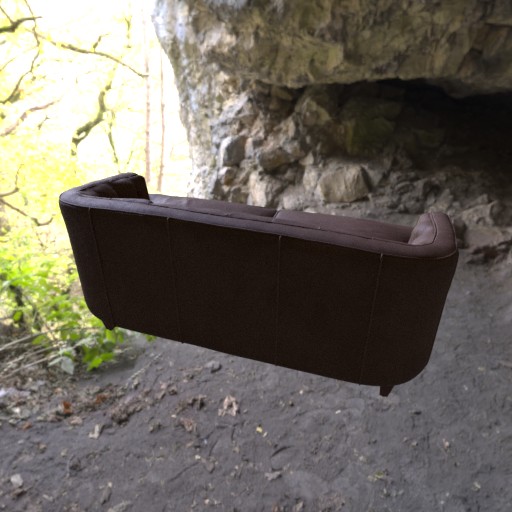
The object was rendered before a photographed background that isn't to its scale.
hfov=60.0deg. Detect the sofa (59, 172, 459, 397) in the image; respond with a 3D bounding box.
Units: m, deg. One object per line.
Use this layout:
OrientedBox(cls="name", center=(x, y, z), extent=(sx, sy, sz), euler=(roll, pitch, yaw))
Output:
OrientedBox(cls="sofa", center=(0.000, 0.000, 2.238), extent=(1.767, 0.799, 0.917), euler=(10, 33, 15))
